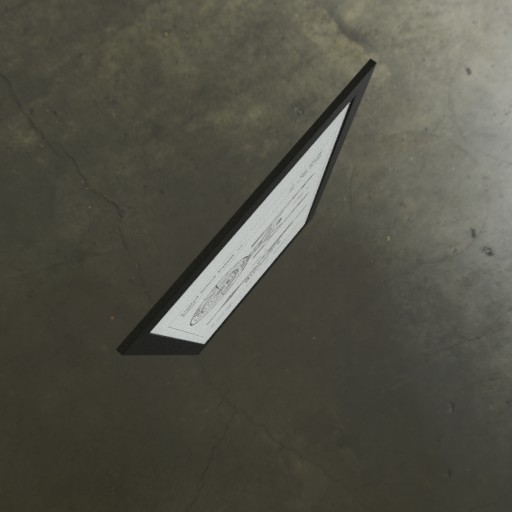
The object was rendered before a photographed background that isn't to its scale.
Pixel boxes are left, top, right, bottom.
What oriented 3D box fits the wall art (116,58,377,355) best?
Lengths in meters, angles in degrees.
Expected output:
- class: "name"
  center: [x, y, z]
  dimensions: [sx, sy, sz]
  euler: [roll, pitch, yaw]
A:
- class: "wall art"
  center: [0.000, 0.000, 0.680]
  dimensions: [0.008, 0.530, 0.379]
  euler: [39, 80, 8]
